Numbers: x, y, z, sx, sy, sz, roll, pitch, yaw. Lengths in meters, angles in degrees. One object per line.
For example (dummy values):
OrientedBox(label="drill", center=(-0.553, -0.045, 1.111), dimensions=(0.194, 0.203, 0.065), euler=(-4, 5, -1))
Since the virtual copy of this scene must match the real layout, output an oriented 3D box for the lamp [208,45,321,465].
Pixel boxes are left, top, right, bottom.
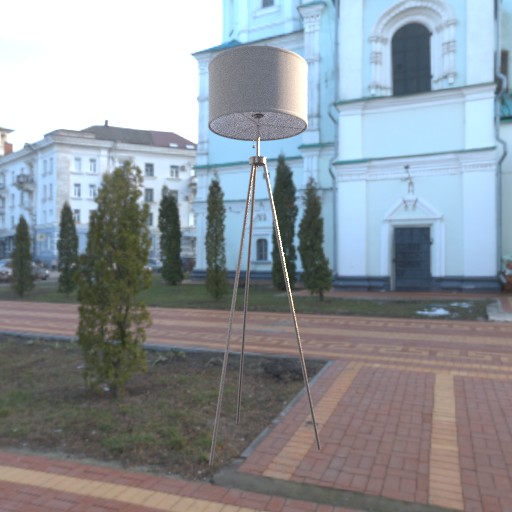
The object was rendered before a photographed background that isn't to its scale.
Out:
OrientedBox(label="lamp", center=(0.000, 0.000, 1.799), dimensions=(0.448, 1.545, 0.458), euler=(0, -1, 36))
